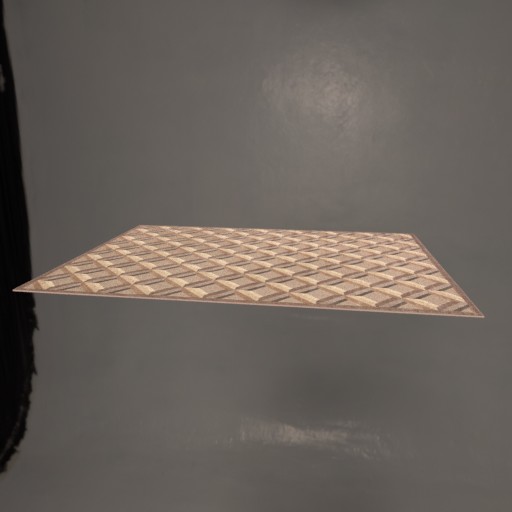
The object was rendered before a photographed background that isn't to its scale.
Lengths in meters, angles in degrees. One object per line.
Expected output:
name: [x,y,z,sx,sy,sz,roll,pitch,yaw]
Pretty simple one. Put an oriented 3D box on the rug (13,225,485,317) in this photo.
rug: [0.000,0.000,4.176,3.294,0.018,2.382,2,16,8]
